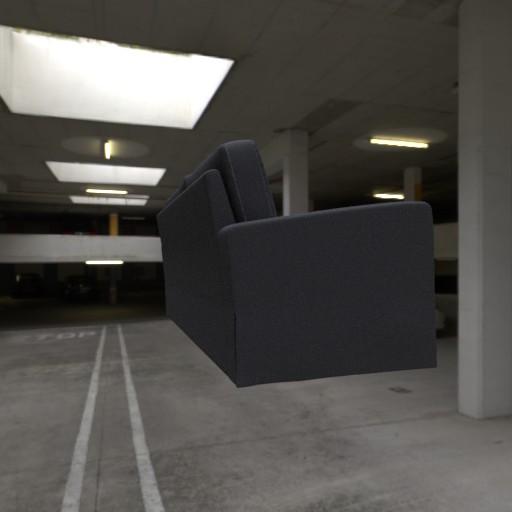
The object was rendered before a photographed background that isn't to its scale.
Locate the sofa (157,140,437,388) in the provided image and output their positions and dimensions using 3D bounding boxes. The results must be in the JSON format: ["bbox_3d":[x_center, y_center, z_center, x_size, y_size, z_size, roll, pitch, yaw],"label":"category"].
[{"bbox_3d":[0.000,0.000,2.392,0.898,0.839,1.852,0,0,-18],"label":"sofa"}]
